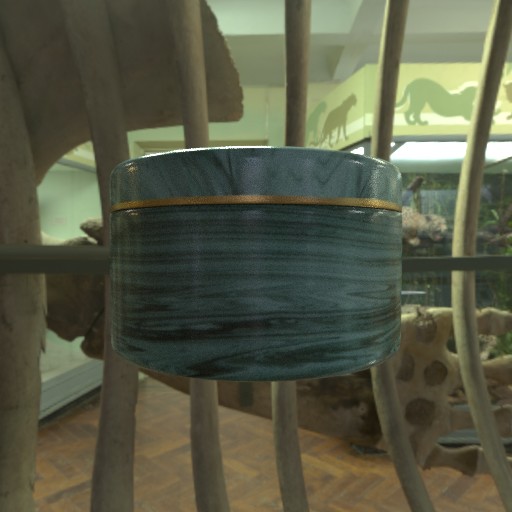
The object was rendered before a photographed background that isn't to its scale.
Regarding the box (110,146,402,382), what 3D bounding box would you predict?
[{"bbox_3d":[0.000,0.000,0.162,0.101,0.063,0.101,0,2,0],"label":"box"}]
